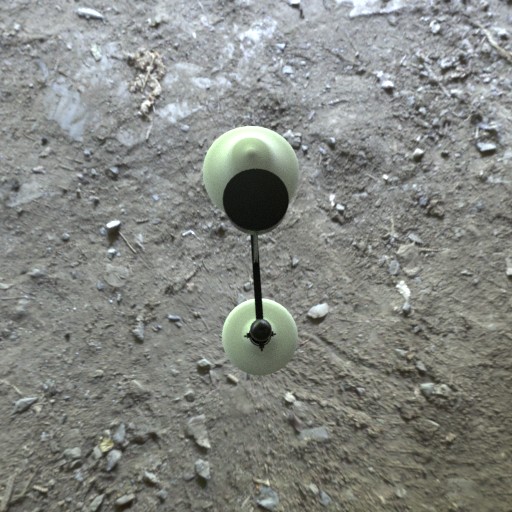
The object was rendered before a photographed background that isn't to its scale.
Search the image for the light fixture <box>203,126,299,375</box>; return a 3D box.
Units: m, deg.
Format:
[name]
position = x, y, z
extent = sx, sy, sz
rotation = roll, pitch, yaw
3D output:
[light fixture]
position = 0.000, 0.000, 1.044
extent = 0.422, 0.743, 0.489
rotation = -40, 80, -9
